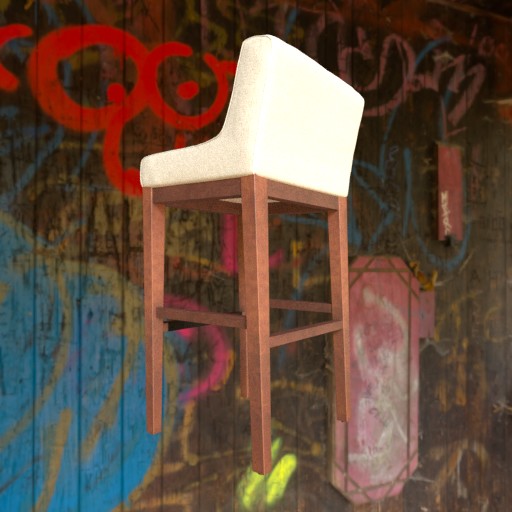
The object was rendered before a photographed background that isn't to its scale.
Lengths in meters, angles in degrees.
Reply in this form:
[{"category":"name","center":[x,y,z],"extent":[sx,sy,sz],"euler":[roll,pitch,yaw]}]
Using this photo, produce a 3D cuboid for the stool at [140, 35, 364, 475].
[{"category":"stool","center":[0.000,0.000,1.343],"extent":[0.500,1.037,0.511],"euler":[0,-1,38]}]
